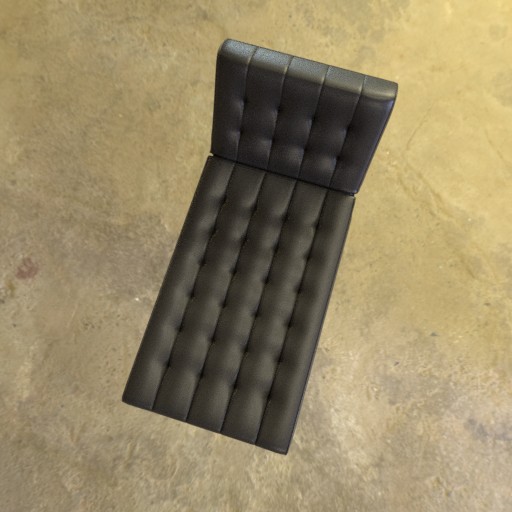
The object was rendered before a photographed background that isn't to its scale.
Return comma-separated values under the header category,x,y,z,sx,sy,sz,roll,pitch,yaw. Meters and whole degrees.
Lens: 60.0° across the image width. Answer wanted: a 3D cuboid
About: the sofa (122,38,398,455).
category,x,y,z,sx,sy,sz,roll,pitch,yaw
sofa,0.000,0.000,1.994,0.760,0.820,1.560,17,77,4
